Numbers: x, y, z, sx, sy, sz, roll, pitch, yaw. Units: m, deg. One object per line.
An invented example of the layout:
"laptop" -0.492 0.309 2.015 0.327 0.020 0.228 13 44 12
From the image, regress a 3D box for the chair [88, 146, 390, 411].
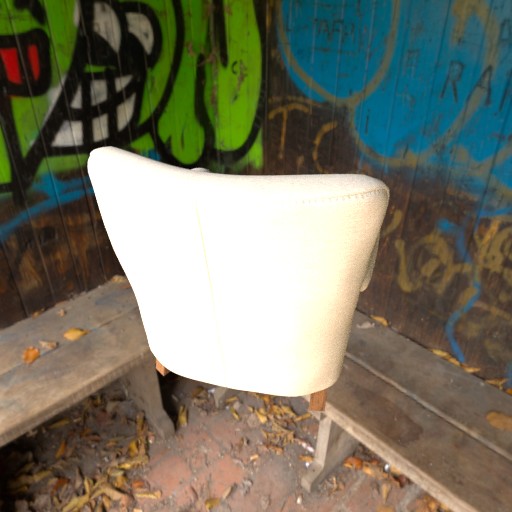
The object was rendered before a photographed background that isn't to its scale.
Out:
"chair" 0.000 0.000 1.636 0.861 0.936 0.921 10 33 15
